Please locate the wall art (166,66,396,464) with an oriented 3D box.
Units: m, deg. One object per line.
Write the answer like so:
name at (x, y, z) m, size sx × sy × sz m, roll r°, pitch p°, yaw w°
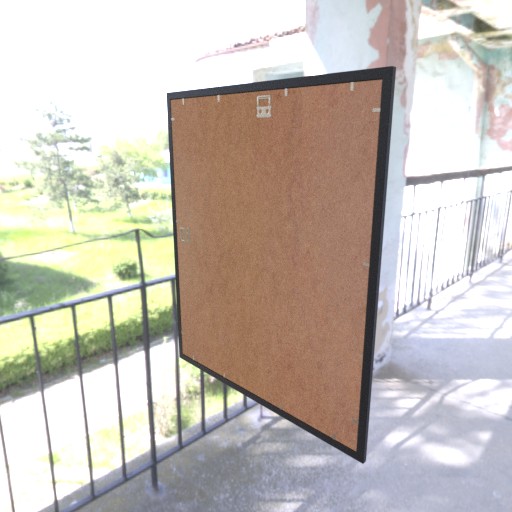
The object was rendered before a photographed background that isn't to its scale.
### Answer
wall art at (0.000, 0.000, 0.902) m, size 0.018 × 0.660 × 0.559 m, roll -15°, pitch 21°, yaw -43°
